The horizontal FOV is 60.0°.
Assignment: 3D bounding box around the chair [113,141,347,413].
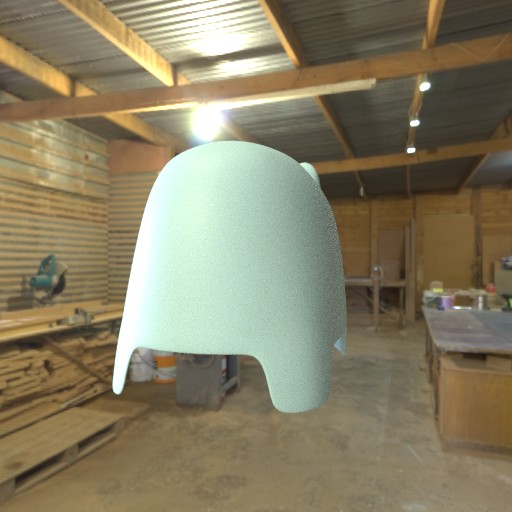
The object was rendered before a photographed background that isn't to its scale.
[{"bbox_3d":[0.000,0.000,0.890,0.364,0.423,0.619,0,0,18],"label":"chair"}]
